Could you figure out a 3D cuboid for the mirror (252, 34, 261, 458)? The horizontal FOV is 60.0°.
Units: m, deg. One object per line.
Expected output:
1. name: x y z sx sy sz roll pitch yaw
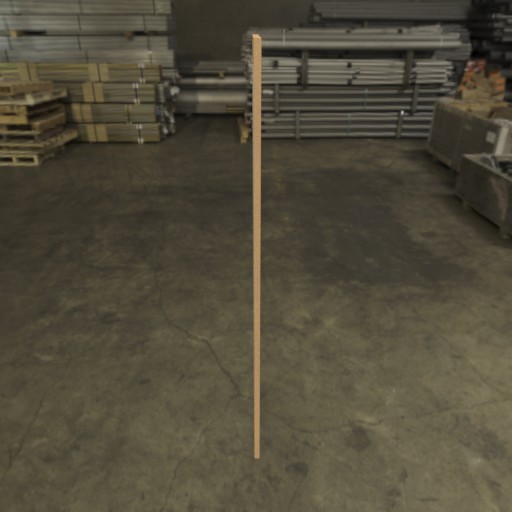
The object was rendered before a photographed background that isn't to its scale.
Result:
1. mirror: 0.000 0.000 2.283 0.026 2.031 0.812 0 27 -1
